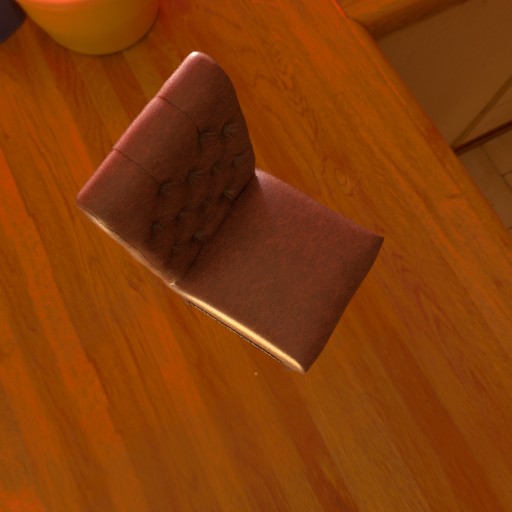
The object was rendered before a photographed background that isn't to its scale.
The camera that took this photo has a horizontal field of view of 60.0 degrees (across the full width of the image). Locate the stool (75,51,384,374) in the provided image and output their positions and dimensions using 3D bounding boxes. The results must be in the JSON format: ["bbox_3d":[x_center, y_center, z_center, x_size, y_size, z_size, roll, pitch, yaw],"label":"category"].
[{"bbox_3d":[0.000,0.000,1.449,0.660,1.084,0.486,32,77,8],"label":"stool"}]
